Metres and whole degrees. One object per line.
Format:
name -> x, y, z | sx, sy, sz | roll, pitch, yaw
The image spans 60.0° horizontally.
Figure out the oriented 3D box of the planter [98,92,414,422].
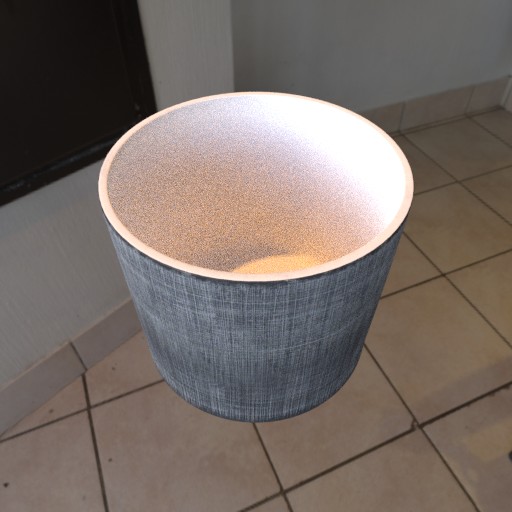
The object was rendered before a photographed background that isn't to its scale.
planter -> 0.000, 0.000, 0.446 | 0.254, 0.221, 0.254 | 0, 47, 0
